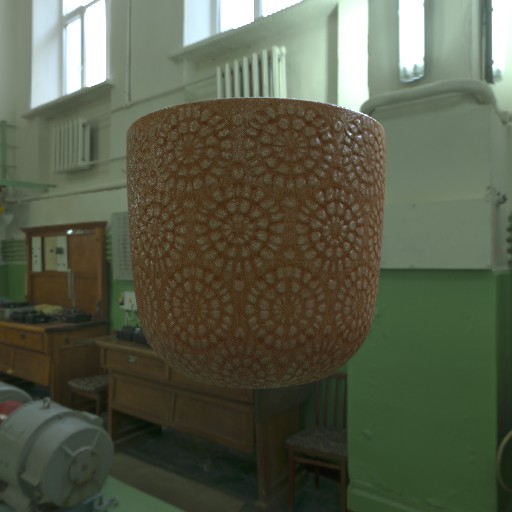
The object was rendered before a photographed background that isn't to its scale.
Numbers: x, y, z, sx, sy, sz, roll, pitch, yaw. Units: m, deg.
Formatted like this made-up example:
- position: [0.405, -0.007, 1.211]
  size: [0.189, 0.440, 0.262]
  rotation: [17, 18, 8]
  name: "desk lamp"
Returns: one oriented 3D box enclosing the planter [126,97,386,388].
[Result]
- position: [0.000, 0.000, 0.369]
  size: [0.208, 0.190, 0.208]
  rotation: [0, -1, 0]
  name: "planter"
